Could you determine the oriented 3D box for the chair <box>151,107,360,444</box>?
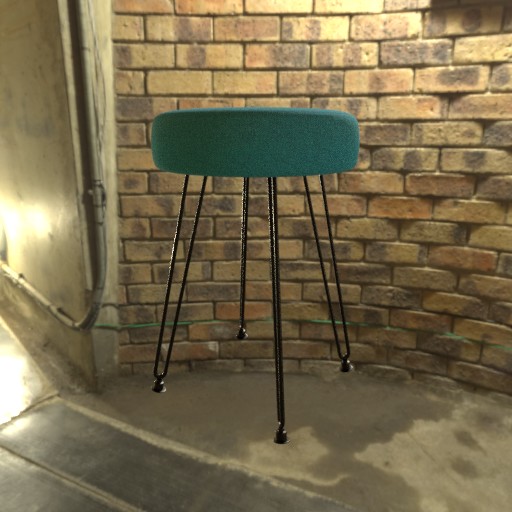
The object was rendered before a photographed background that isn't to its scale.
[{"bbox_3d":[0.000,0.000,0.702,0.350,0.440,0.350,-3,16,-11],"label":"chair"}]
